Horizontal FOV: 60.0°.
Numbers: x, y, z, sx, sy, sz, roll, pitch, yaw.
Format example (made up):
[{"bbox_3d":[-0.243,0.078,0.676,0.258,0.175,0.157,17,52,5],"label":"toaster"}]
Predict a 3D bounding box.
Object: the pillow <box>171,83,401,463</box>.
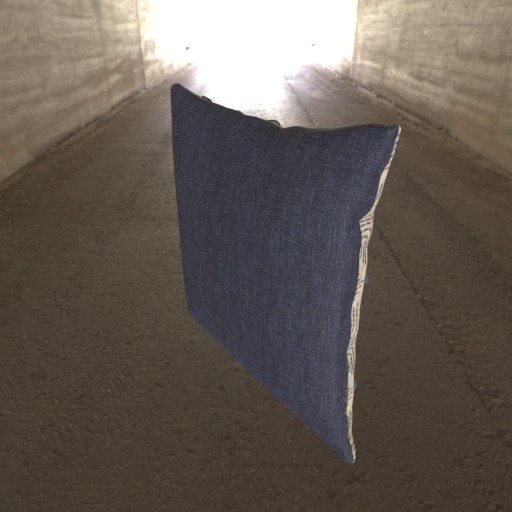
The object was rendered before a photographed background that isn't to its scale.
[{"bbox_3d":[0.000,0.000,0.751,0.145,0.510,0.510,-19,32,-32],"label":"pillow"}]
